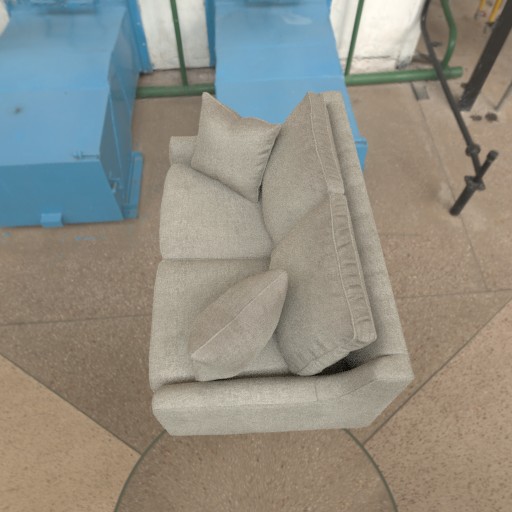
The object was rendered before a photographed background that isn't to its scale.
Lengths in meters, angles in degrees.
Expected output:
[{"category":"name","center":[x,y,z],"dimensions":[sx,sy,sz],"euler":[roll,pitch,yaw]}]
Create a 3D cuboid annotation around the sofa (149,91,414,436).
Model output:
[{"category":"sofa","center":[0.000,0.000,2.019],"dimensions":[0.915,0.863,1.422],"euler":[-3,57,-2]}]
